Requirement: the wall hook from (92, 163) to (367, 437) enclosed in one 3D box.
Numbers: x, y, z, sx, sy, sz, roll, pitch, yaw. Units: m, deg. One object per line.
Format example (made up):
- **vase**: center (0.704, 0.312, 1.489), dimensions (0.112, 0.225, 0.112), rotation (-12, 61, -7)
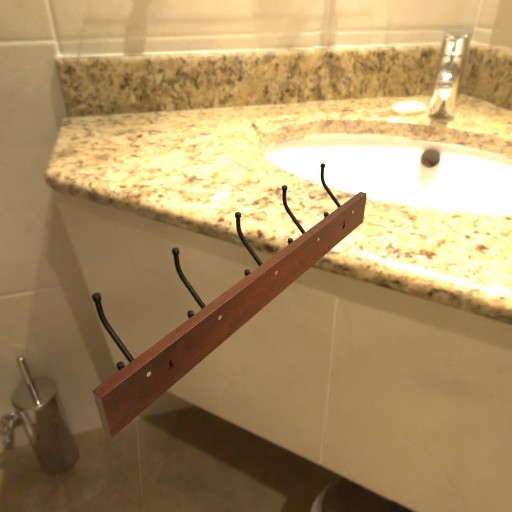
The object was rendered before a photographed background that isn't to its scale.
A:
- **wall hook**: center (0.000, 0.000, 0.624), dimensions (0.071, 0.117, 0.571), rotation (22, 39, 31)
